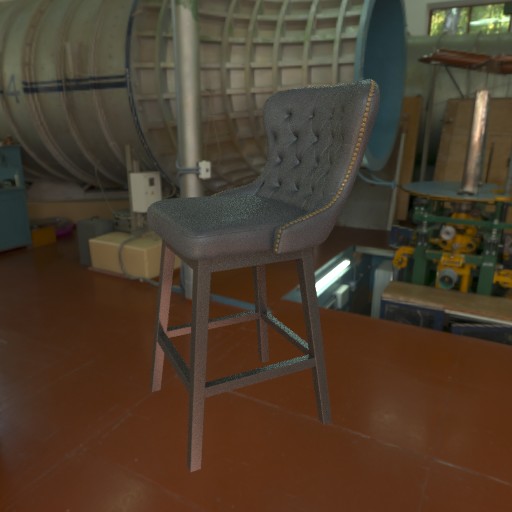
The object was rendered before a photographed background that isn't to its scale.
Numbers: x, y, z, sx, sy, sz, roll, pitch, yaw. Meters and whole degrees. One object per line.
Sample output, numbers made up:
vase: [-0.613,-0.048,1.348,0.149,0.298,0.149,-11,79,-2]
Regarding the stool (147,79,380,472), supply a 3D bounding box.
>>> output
stool: [0.000,0.000,1.311,0.593,0.971,0.528,-8,19,-26]
